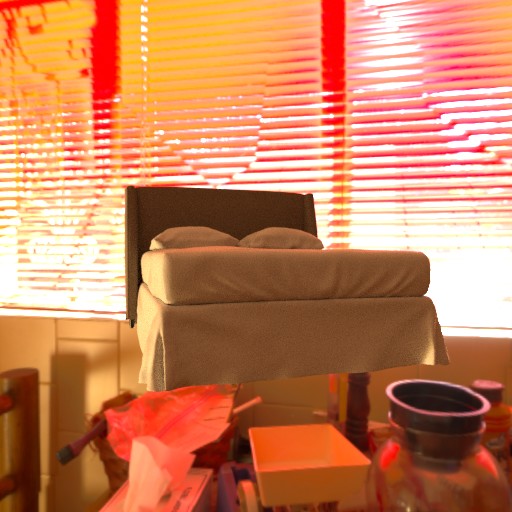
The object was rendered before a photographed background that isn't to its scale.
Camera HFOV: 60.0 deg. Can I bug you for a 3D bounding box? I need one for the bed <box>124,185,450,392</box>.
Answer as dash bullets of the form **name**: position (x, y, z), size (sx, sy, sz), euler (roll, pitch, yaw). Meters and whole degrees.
- **bed**: position (0.000, 0.000, 3.438), size (1.925, 1.332, 2.276), euler (0, 0, -17)
